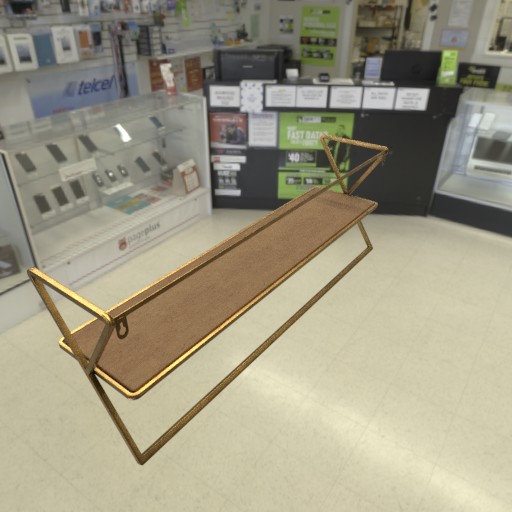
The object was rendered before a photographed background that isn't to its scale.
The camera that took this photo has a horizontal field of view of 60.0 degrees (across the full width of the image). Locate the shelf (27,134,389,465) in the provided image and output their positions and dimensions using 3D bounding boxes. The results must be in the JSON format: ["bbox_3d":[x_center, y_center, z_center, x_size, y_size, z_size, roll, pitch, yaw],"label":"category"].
[{"bbox_3d":[0.000,0.000,0.730,0.150,0.229,0.645,22,38,31],"label":"shelf"}]
